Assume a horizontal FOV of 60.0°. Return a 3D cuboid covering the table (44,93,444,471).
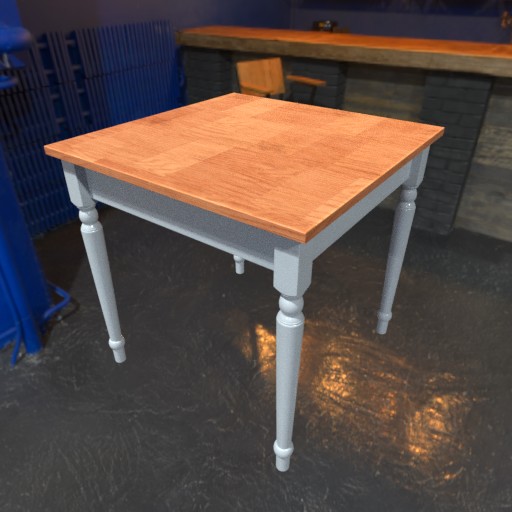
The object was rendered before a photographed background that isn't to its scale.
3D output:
[{"bbox_3d":[0.000,0.000,1.352,0.747,0.738,0.747,21,38,30],"label":"table"}]
